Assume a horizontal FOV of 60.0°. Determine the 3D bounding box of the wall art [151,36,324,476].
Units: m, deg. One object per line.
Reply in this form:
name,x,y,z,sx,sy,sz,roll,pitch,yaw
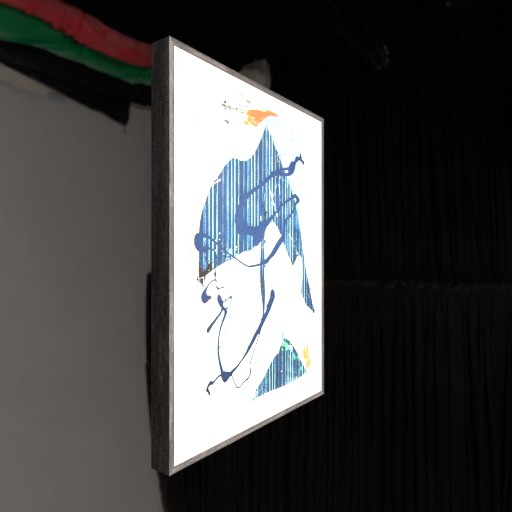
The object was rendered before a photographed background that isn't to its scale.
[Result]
wall art,0.000,0.000,1.349,0.063,1.016,0.762,0,0,36
